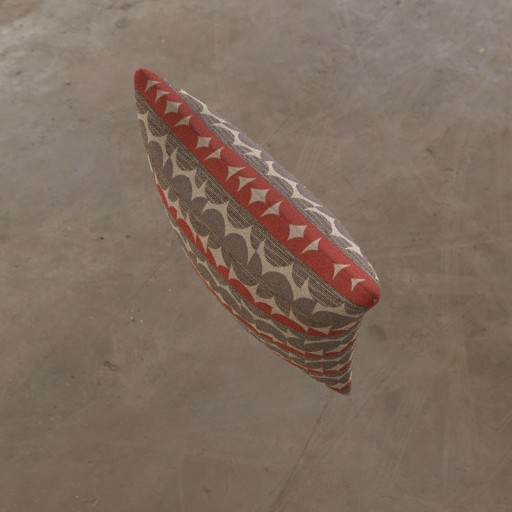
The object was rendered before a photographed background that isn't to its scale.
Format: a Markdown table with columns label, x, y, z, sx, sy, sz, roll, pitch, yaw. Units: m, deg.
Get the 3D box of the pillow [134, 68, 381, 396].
| label | x | y | z | sx | sy | sz | roll | pitch | yaw |
| --- | --- | --- | --- | --- | --- | --- | --- | --- | --- |
| pillow | 0.000 | 0.000 | 0.644 | 0.180 | 0.410 | 0.420 | -33 | 63 | -19 |
